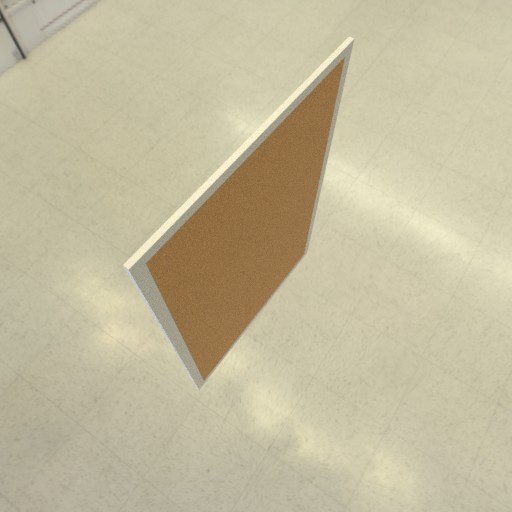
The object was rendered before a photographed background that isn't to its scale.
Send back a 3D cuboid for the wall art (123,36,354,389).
[{"bbox_3d":[0.000,0.000,1.209,0.013,0.940,0.659,34,67,16],"label":"wall art"}]
